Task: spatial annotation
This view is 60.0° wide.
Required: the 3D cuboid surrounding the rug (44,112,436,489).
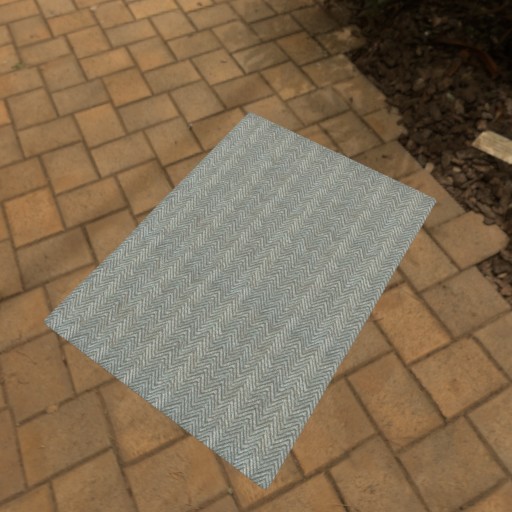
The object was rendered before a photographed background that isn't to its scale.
[{"bbox_3d":[0.000,0.000,5.212,2.894,0.011,3.957,30,64,17],"label":"rug"}]
